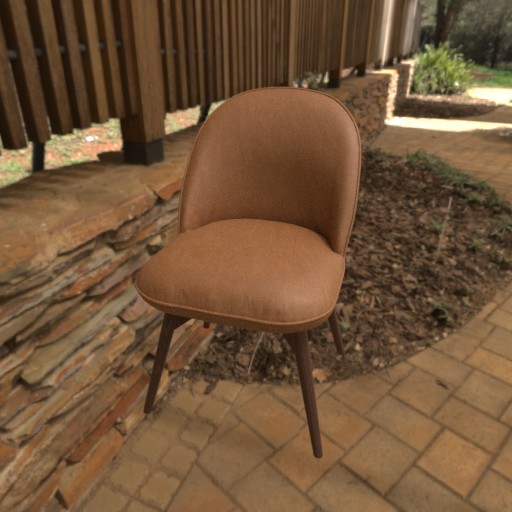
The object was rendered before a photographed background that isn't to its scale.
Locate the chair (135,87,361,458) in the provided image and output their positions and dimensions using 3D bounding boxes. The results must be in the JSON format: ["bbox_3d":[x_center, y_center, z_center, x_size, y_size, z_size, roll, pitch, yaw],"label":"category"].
[{"bbox_3d":[0.000,0.000,1.241,0.521,0.831,0.631,8,28,16],"label":"chair"}]
